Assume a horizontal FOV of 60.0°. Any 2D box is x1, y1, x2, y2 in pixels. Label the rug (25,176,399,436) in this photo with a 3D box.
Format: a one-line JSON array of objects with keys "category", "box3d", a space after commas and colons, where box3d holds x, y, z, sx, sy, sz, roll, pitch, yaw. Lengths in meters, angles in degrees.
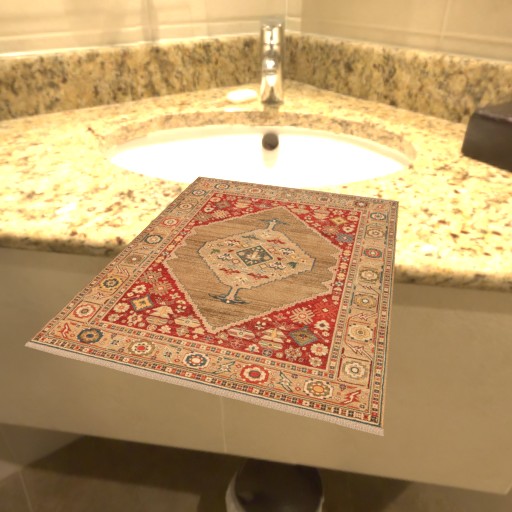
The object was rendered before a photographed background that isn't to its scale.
[{"category": "rug", "box3d": [0.000, 0.000, 4.054, 2.451, 0.008, 3.143, 9, 34, 14]}]
